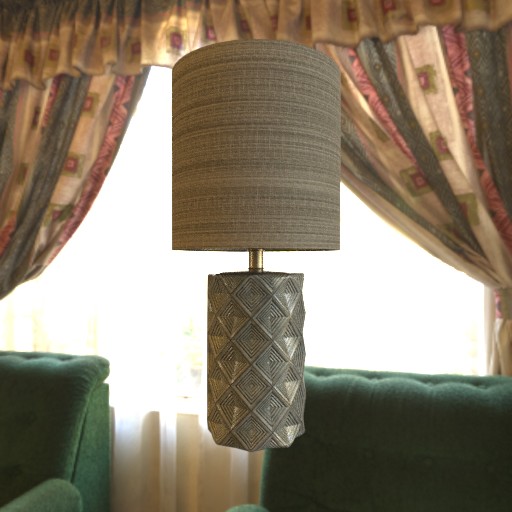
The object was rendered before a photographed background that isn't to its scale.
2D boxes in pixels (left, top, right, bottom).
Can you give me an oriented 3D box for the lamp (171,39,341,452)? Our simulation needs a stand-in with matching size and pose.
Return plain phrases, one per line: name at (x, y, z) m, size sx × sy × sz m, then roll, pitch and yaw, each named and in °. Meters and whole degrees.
lamp at (0.000, 0.000, 0.712) m, size 0.268 × 0.566 × 0.269 m, roll 0°, pitch -1°, yaw -1°
